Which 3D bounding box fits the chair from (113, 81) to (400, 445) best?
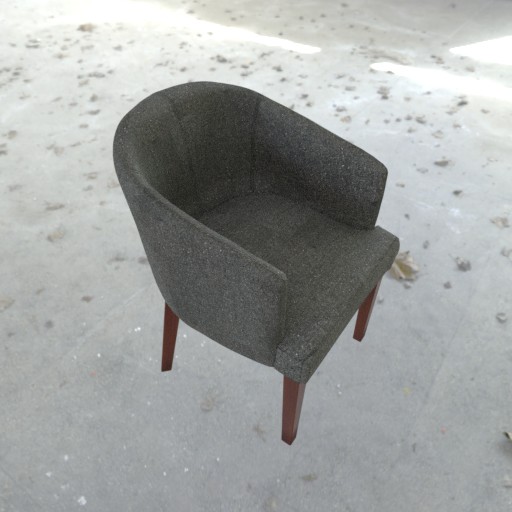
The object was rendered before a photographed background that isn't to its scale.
[{"bbox_3d":[0.000,0.000,1.271,0.655,0.811,0.583,26,49,25],"label":"chair"}]
